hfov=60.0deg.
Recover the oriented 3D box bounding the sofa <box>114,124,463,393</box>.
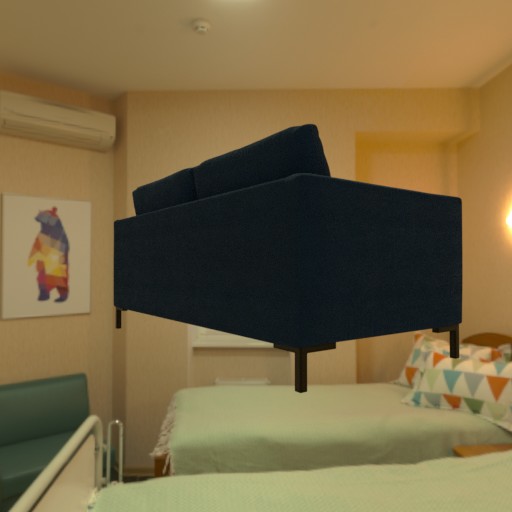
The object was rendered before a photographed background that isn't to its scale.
[{"bbox_3d":[0.000,0.000,2.159,0.875,0.817,1.676,1,-2,-36],"label":"sofa"}]
